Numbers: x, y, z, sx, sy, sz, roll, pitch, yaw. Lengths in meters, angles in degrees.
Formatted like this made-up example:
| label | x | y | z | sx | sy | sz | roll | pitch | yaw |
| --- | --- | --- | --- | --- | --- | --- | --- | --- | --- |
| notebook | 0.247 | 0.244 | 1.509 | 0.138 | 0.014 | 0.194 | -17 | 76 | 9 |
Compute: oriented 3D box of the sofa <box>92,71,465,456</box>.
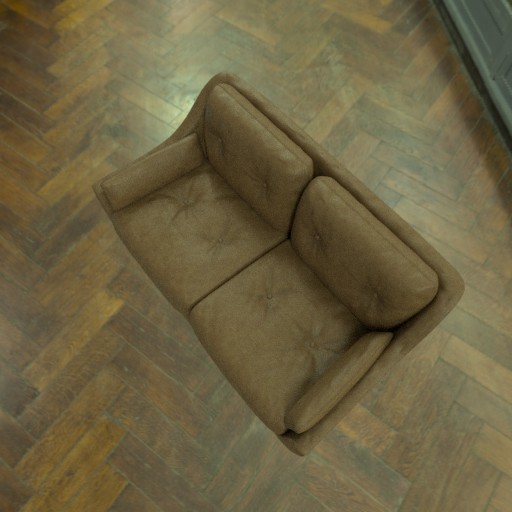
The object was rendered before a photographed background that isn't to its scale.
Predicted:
| label | x | y | z | sx | sy | sz | roll | pitch | yaw |
| --- | --- | --- | --- | --- | --- | --- | --- | --- | --- |
| sofa | 0.000 | 0.000 | 2.303 | 0.981 | 0.886 | 1.731 | -36 | 69 | -16 |
